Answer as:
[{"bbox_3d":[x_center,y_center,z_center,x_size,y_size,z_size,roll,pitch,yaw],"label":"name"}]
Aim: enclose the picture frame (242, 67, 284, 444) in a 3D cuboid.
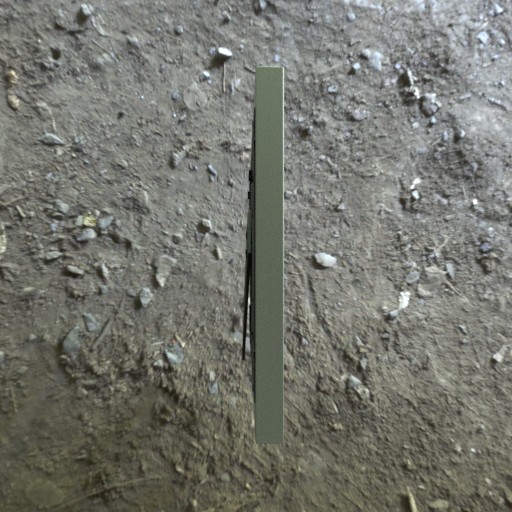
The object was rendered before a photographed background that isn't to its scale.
[{"bbox_3d":[0.000,0.000,0.553,0.036,0.386,0.307,0,90,-1],"label":"picture frame"}]
